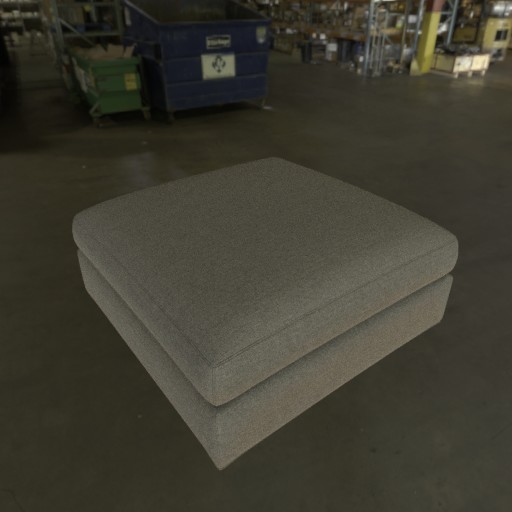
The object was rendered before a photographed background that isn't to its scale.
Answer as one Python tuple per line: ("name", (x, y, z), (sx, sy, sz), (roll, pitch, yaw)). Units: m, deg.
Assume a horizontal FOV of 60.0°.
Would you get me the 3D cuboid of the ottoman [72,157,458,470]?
("ottoman", (0.000, 0.000, 1.657), (1.041, 0.470, 1.041), (-21, 37, -31))
